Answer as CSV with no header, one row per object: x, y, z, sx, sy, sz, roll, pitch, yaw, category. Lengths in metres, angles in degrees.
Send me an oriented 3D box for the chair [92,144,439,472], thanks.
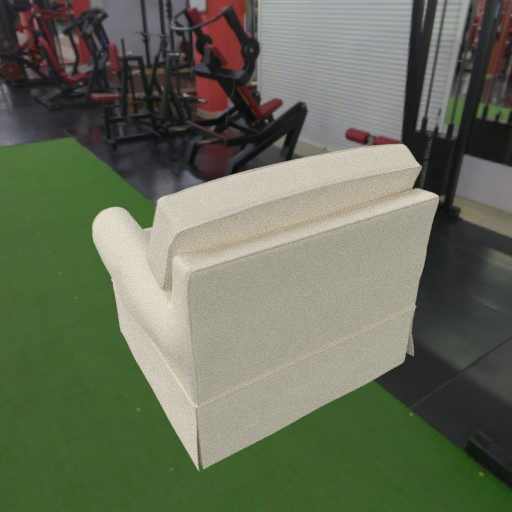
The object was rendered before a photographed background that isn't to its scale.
0.000,0.000,1.812,1.099,0.958,0.904,-17,34,-28,chair
